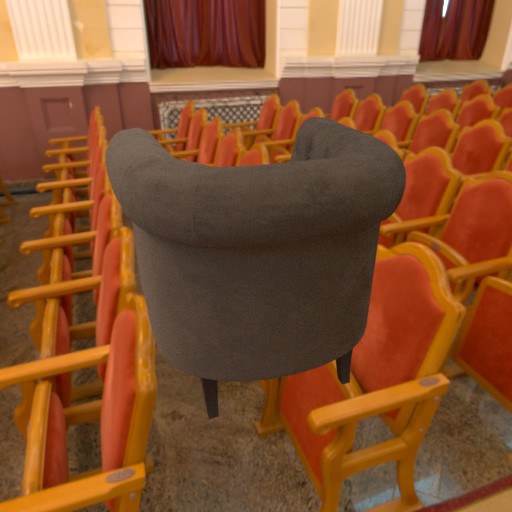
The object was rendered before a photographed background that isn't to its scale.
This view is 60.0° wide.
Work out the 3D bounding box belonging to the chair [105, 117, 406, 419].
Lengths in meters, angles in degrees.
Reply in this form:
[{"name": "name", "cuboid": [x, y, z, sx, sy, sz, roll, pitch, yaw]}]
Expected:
[{"name": "chair", "cuboid": [0.000, 0.000, 1.556, 0.904, 0.826, 0.851, -9, 28, -17]}]
